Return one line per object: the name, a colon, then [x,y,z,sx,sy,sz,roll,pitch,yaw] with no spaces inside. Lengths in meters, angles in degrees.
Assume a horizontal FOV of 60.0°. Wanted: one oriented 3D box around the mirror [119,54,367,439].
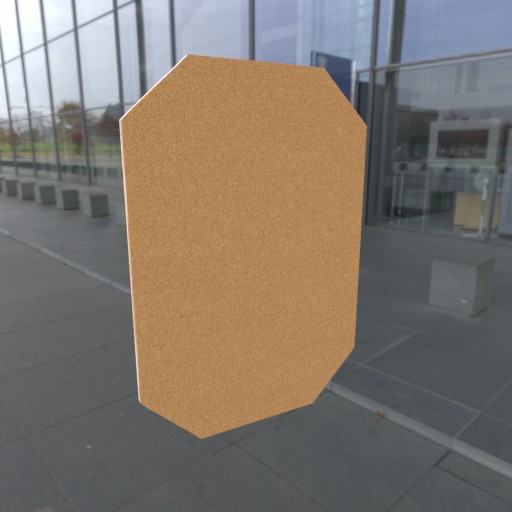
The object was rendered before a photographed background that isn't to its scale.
mirror: [0.000,0.000,1.255,0.709,1.015,0.061,-7,15,-27]
